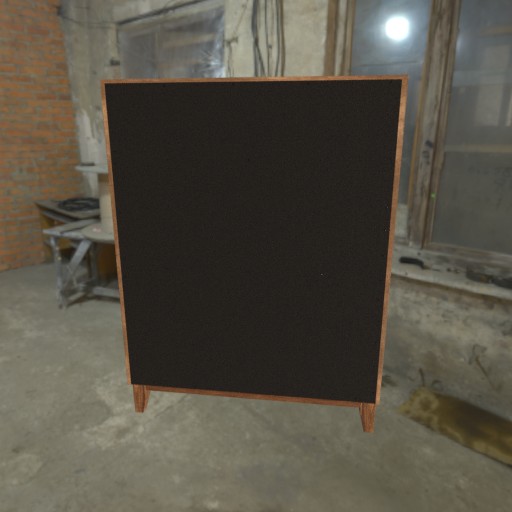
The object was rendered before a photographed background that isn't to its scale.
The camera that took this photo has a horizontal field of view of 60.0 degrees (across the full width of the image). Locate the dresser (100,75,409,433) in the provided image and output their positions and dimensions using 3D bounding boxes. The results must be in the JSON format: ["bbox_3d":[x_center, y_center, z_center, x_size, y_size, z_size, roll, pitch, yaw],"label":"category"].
[{"bbox_3d":[0.000,0.000,1.909,1.062,1.393,0.442,2,16,8],"label":"dresser"}]
